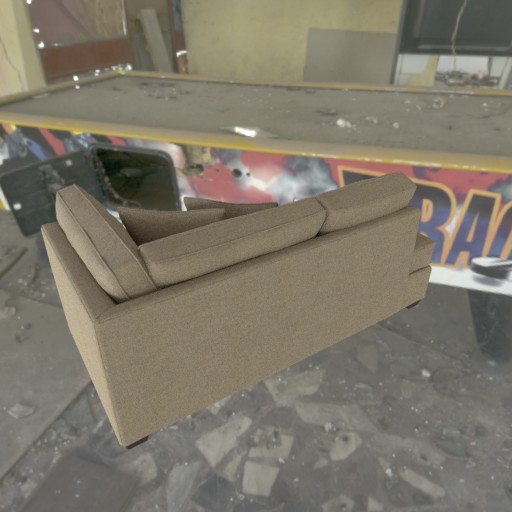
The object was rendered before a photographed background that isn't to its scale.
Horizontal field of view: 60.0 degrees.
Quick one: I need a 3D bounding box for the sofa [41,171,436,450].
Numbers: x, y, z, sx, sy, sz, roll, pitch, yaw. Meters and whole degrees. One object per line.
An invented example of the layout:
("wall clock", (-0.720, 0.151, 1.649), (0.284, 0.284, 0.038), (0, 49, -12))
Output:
("sofa", (0.000, 0.000, 2.802), (2.238, 1.019, 1.110), (-18, 35, -28))
